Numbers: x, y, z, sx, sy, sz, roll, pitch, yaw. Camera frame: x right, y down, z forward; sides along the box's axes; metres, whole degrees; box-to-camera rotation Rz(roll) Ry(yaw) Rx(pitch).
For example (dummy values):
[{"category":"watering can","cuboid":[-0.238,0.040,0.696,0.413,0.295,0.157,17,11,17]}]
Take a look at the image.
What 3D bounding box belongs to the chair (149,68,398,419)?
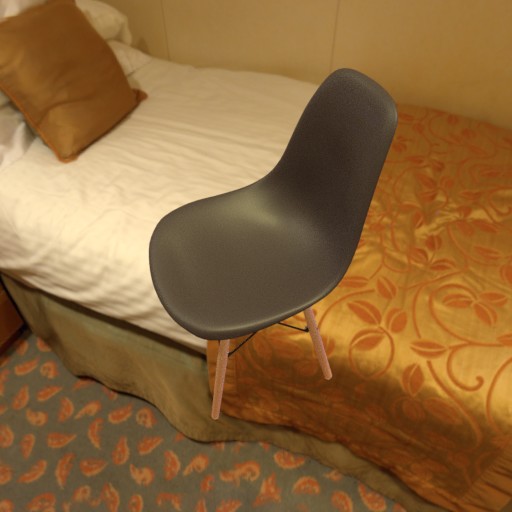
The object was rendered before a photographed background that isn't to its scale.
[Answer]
[{"category":"chair","cuboid":[0.000,0.000,1.138,0.533,0.825,0.470,-15,47,-15]}]
